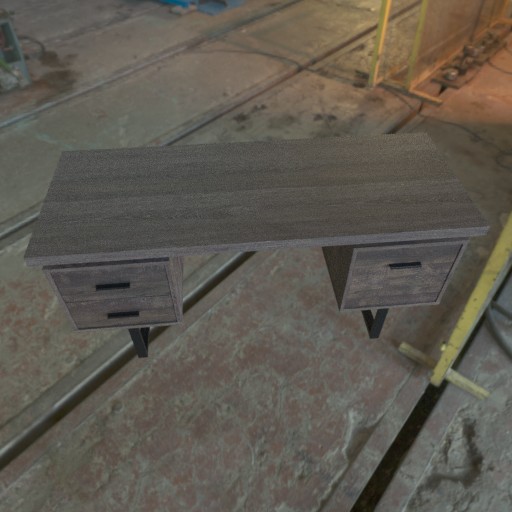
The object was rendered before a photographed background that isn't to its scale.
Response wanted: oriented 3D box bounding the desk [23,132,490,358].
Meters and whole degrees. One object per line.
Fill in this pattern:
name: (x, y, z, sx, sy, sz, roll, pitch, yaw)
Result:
desk: (0.000, 0.000, 1.920, 1.524, 0.760, 0.600, -4, 46, -4)
